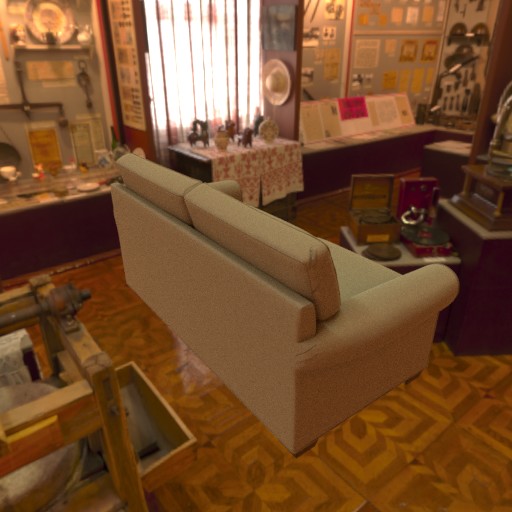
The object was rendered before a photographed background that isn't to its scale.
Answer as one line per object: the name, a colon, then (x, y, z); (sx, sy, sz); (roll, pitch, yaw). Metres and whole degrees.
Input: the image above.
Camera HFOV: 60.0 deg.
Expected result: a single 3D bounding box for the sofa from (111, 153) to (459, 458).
sofa: (0.000, 0.000, 2.449); (0.940, 0.952, 1.930); (-18, 31, -32)
